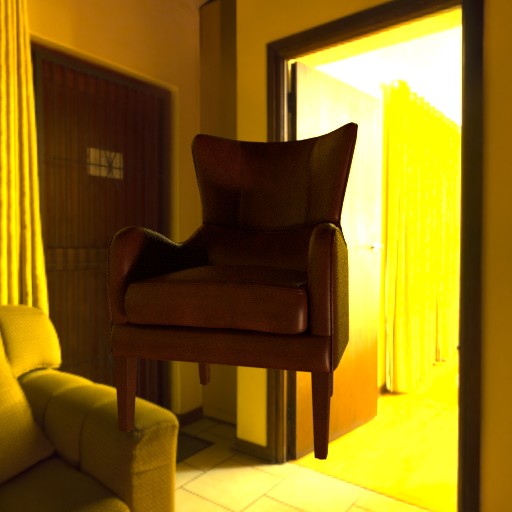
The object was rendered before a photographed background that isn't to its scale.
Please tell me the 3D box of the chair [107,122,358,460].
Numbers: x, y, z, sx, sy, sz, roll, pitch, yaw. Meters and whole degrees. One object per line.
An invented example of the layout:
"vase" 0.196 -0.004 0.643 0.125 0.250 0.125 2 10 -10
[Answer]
"chair" 0.000 0.000 1.609 0.692 1.048 0.914 0 1 17
